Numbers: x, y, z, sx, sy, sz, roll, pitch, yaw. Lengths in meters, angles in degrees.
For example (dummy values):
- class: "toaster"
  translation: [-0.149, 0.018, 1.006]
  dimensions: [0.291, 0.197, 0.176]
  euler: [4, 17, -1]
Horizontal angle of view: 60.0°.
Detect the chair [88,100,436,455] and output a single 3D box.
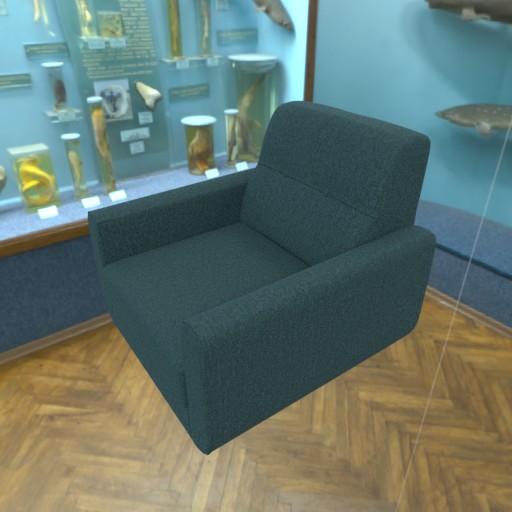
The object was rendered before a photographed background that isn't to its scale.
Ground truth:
- class: "chair"
  translation: [0.000, 0.000, 1.642]
  dimensions: [0.964, 0.940, 0.880]
  euler: [-20, 37, -30]
